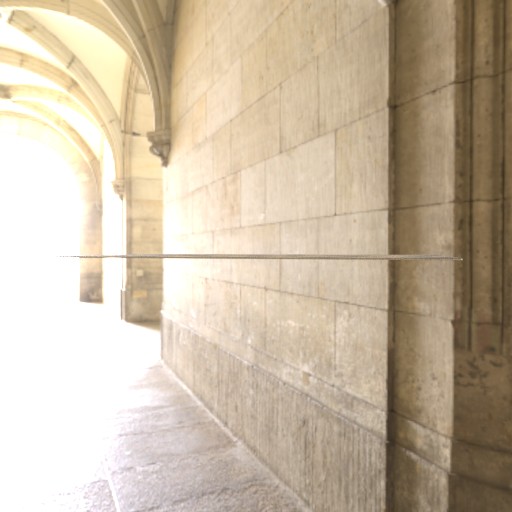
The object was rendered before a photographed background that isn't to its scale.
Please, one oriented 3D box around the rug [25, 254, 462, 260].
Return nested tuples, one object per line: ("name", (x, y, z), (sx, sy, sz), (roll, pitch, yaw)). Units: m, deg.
("rug", (0.000, 0.000, 2.275), (1.813, 0.006, 1.202), (0, 1, 19))
